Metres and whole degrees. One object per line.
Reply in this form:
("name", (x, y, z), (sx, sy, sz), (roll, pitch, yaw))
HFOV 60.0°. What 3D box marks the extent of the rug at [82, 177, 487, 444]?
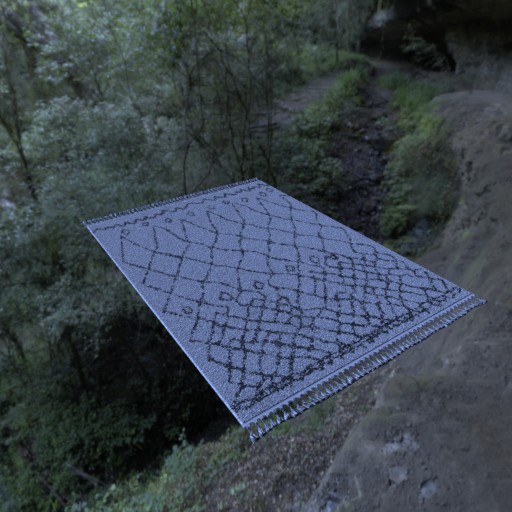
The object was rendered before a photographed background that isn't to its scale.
("rug", (0.000, 0.000, 2.937), (1.613, 0.017, 2.312), (-20, 36, -29))
